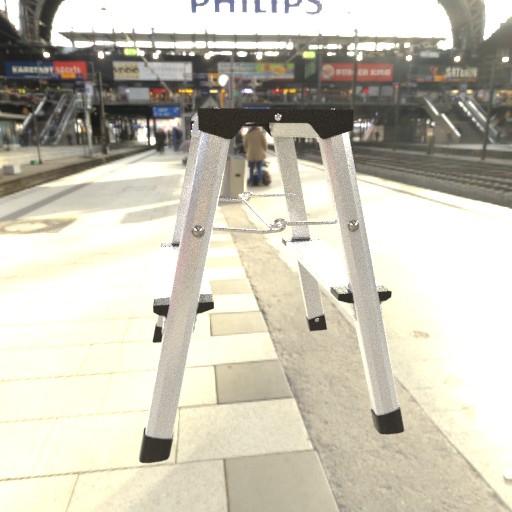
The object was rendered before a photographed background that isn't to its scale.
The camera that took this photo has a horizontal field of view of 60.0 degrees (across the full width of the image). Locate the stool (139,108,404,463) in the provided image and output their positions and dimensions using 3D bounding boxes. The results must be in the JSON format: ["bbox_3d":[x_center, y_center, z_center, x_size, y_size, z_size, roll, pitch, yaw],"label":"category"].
[{"bbox_3d":[0.000,0.000,0.784,0.405,0.480,0.404,-3,16,-9],"label":"stool"}]
